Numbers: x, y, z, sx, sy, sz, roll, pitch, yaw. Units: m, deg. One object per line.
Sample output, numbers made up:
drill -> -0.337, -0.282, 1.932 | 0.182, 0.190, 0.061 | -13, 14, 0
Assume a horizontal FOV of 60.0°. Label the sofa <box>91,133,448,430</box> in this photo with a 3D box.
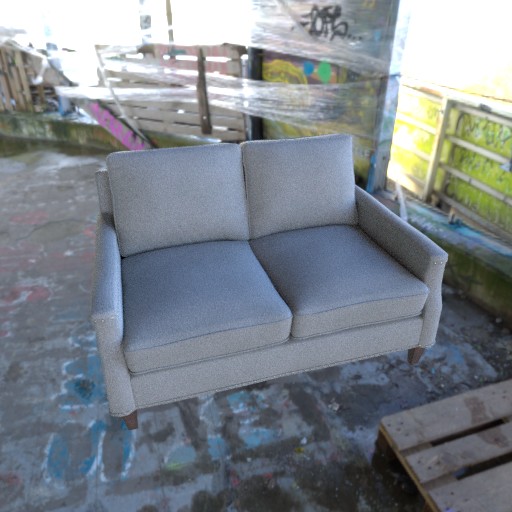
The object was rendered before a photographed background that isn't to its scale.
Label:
sofa -> 0.000, 0.000, 2.302 | 1.597, 1.003, 1.084 | -9, 32, -14
